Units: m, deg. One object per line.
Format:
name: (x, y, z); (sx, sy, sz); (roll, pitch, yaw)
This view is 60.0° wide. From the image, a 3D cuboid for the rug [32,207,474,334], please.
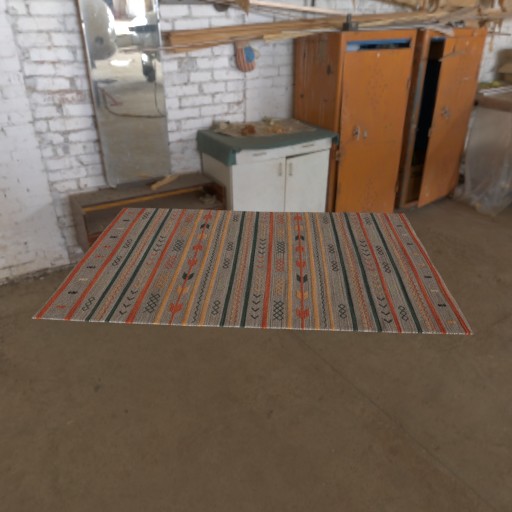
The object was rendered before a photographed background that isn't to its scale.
rug: (0.000, 0.000, 2.362); (1.835, 0.017, 1.220); (2, 29, 3)
